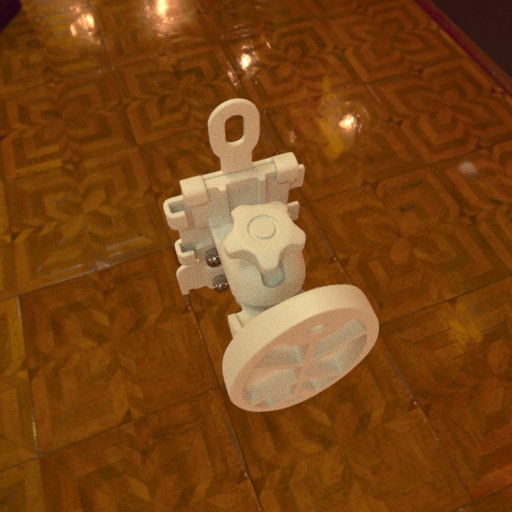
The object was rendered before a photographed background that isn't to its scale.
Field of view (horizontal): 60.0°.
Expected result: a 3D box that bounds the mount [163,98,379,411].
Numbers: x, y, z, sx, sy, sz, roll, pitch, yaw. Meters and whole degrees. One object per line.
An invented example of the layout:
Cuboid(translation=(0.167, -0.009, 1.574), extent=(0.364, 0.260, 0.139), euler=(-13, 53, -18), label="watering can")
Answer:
Cuboid(translation=(0.000, 0.000, 0.177), extent=(0.066, 0.118, 0.100), euler=(-16, 61, -9), label="mount")
